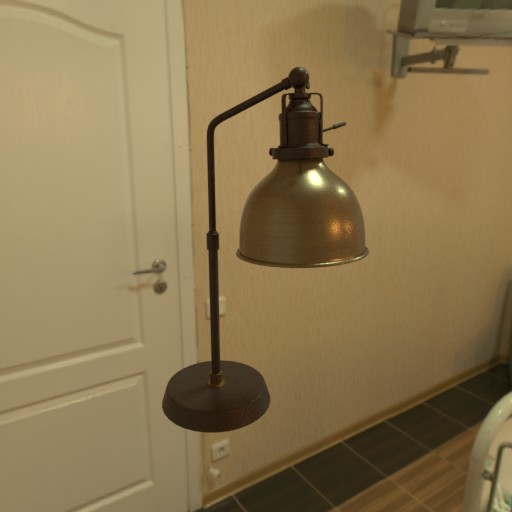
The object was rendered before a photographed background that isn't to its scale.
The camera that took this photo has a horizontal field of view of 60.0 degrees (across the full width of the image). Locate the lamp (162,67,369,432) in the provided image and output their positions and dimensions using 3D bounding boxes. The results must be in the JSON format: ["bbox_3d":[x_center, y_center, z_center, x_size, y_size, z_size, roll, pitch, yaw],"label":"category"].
[{"bbox_3d":[0.000,0.000,0.600,0.298,0.469,0.175,7,16,27],"label":"lamp"}]
